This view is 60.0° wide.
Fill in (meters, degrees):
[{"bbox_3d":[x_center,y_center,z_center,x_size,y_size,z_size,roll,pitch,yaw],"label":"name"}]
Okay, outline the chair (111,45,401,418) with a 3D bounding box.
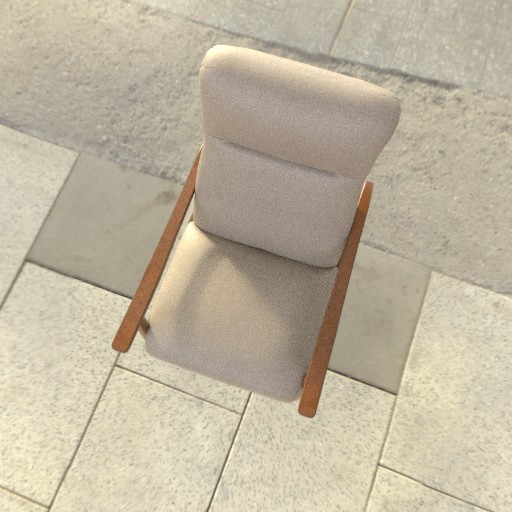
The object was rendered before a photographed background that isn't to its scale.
[{"bbox_3d":[0.000,0.000,1.770,0.762,1.082,1.032,18,75,5],"label":"chair"}]
